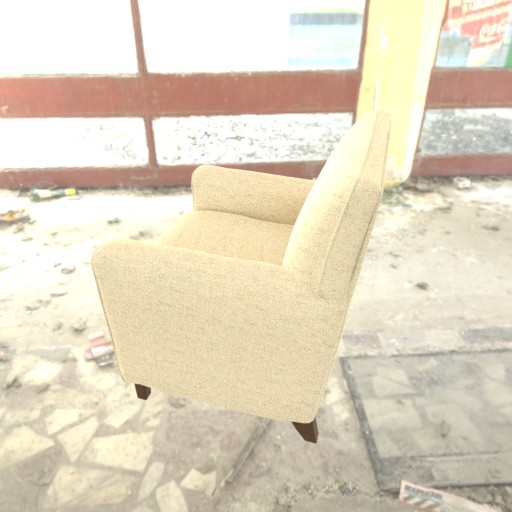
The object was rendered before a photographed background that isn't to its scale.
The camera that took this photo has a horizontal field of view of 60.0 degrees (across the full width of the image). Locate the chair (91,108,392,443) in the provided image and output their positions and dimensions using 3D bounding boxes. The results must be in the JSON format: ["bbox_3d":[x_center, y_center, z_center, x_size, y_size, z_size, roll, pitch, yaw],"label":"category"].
[{"bbox_3d":[0.000,0.000,1.630,0.823,0.943,0.870,8,31,14],"label":"chair"}]
